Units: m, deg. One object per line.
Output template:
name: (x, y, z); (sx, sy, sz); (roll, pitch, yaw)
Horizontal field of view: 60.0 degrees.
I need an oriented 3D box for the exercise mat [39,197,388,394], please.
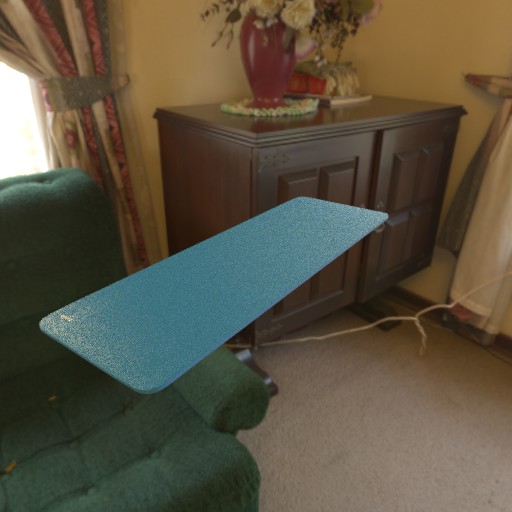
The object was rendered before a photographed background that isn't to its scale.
exercise mat: (0.000, 0.000, 2.095); (0.616, 0.021, 1.869); (17, 30, 32)
